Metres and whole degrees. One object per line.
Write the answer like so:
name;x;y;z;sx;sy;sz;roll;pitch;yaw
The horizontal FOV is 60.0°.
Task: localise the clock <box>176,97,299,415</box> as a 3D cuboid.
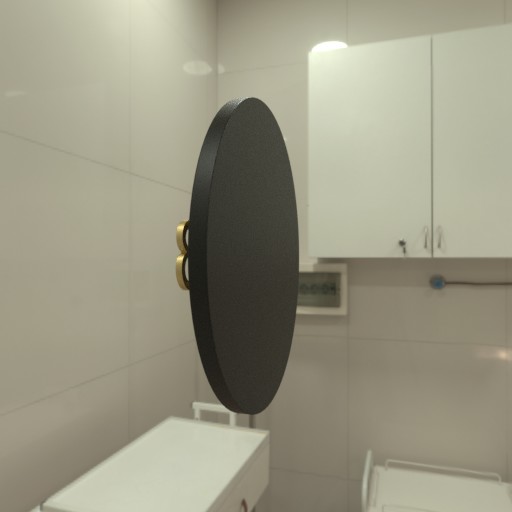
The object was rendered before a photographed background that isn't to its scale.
clock;0.000;0.000;0.674;0.038;0.454;0.454;0;-1;18
